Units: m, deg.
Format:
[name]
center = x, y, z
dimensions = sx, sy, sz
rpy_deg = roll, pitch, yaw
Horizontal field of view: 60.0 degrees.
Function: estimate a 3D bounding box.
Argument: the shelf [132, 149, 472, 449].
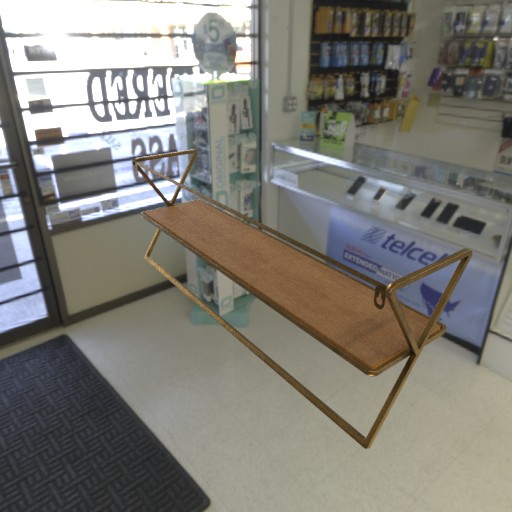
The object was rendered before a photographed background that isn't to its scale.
[shelf]
center = 0.000, 0.000, 0.756
dimensions = 0.150, 0.229, 0.645
rpy_deg = -18, 31, -32
